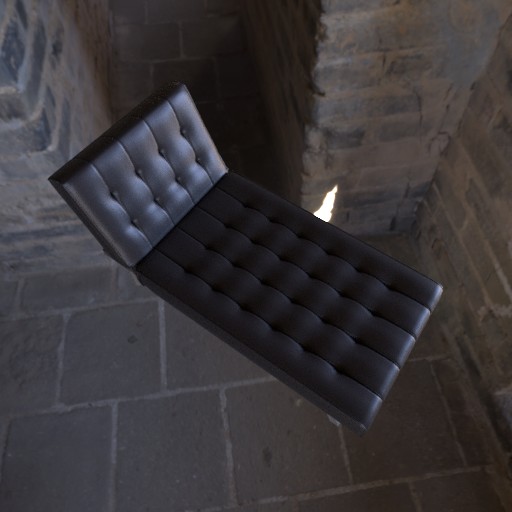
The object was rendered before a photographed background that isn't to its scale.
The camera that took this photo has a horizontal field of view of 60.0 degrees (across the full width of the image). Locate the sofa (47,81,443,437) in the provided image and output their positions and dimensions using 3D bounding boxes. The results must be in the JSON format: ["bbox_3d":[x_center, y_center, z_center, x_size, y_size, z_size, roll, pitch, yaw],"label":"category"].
[{"bbox_3d":[0.000,0.000,2.017,1.560,0.820,0.760,31,64,17],"label":"sofa"}]
